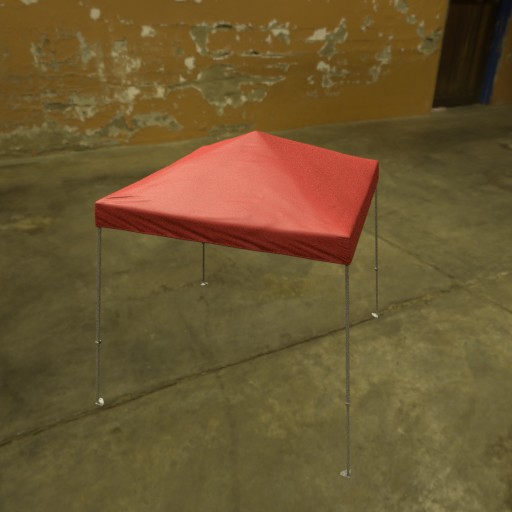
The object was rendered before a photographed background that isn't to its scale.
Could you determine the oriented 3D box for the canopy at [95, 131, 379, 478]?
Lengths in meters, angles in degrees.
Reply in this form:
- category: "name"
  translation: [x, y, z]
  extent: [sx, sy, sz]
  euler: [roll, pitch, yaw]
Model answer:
- category: "canopy"
  translation: [0.000, 0.000, 5.139]
  extent: [2.849, 2.849, 2.848]
  euler: [9, 28, 17]
